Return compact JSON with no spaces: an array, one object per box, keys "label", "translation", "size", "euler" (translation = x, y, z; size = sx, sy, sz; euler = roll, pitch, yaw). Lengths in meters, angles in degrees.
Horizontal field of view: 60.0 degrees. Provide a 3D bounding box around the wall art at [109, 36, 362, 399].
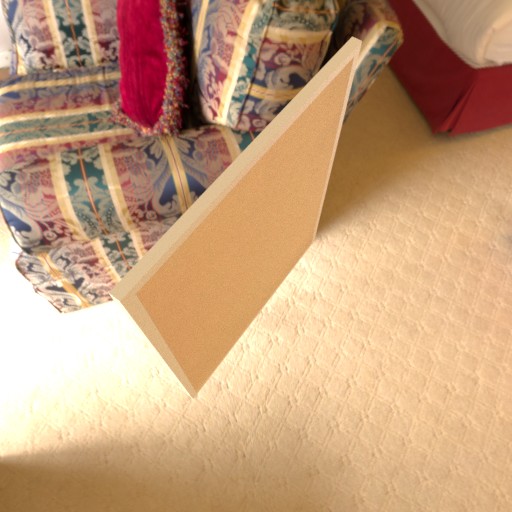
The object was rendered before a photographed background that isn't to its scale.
[{"label":"wall art","translation":[0.000,0.000,0.625],"size":[0.013,0.456,0.382],"euler":[33,67,16]}]
